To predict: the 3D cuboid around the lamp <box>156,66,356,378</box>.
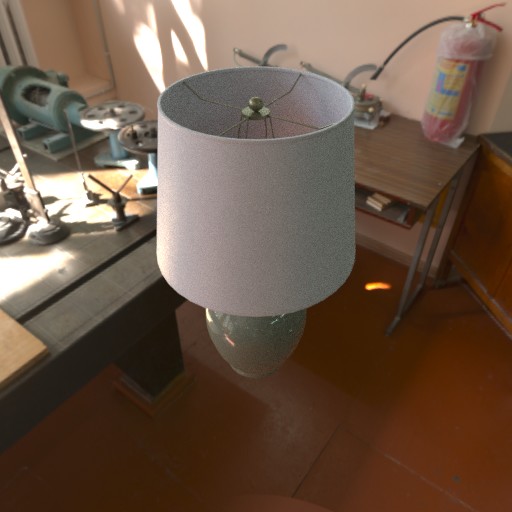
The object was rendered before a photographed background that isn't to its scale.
[{"bbox_3d":[0.000,0.000,0.555,0.239,0.399,0.239,0,40,0],"label":"lamp"}]
